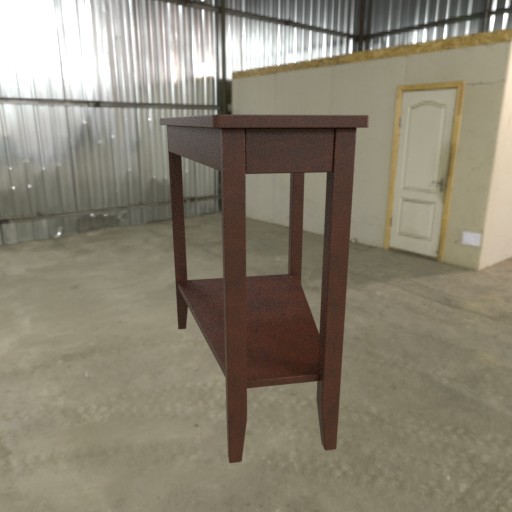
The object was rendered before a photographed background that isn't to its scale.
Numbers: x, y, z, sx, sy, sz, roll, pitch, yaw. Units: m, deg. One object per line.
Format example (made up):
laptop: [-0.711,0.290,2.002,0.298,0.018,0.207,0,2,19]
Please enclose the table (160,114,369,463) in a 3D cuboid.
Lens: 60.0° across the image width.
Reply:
table: [0.000,0.000,0.984,0.399,0.589,0.605,-3,17,-10]
